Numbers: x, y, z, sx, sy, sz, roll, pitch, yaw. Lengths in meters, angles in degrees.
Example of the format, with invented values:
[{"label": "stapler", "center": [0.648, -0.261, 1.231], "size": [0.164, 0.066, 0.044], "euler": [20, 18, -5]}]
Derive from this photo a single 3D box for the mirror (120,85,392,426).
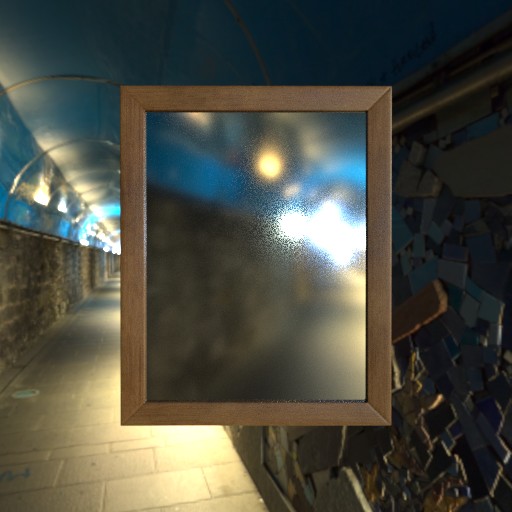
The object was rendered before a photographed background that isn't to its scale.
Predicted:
[{"label": "mirror", "center": [0.000, 0.000, 0.682], "size": [0.405, 0.508, 0.041], "euler": [0, 0, 0]}]
